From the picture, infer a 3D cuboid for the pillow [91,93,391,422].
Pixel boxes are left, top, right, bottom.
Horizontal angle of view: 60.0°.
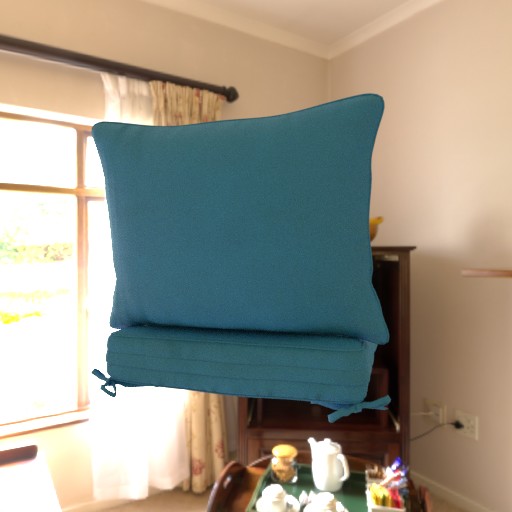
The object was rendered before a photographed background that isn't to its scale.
[{"bbox_3d":[0.000,0.000,1.357,0.798,0.725,0.733,0,0,18],"label":"pillow"}]
